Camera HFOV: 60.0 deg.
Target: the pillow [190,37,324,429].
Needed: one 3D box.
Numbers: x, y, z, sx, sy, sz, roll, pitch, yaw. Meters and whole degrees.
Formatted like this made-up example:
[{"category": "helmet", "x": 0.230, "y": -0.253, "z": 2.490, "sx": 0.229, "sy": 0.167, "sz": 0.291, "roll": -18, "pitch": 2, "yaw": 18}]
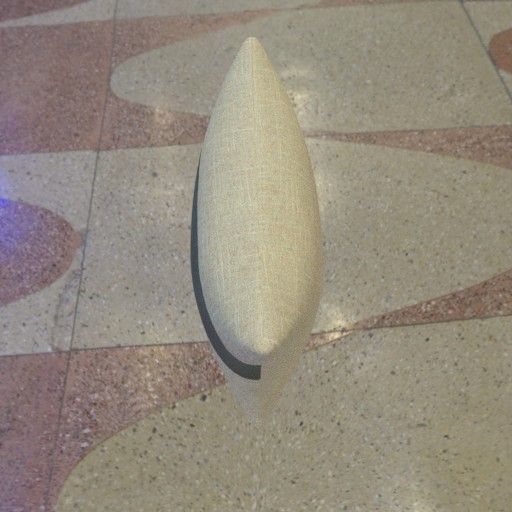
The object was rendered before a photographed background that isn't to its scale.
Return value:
[{"category": "pillow", "x": 0.000, "y": 0.000, "z": 0.626, "sx": 0.173, "sy": 0.399, "sz": 0.414, "roll": -1, "pitch": 60, "yaw": -1}]
